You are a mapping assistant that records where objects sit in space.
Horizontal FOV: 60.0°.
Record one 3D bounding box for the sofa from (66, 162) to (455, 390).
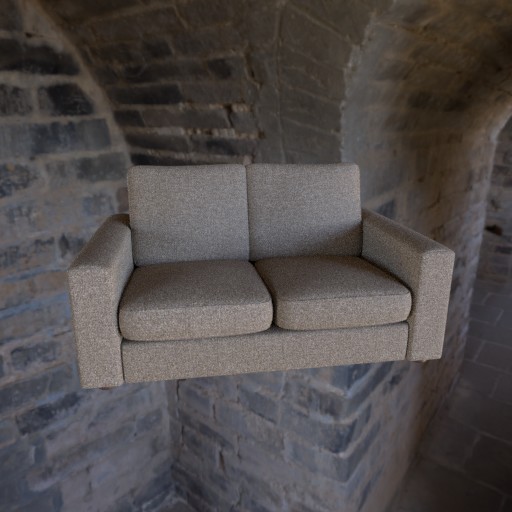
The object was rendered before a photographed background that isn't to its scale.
[{"bbox_3d":[0.000,0.000,2.268,1.616,0.873,1.016,-3,17,-8],"label":"sofa"}]
